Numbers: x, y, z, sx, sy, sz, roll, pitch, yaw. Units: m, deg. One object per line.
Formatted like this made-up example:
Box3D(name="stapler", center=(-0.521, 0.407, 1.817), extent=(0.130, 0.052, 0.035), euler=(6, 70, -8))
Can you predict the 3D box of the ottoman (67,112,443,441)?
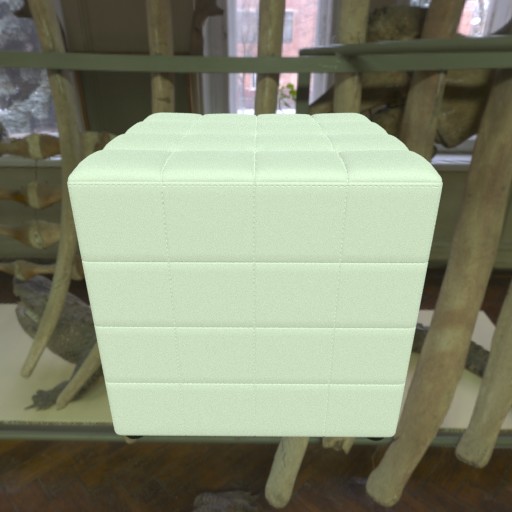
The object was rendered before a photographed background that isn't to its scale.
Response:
Box3D(name="ottoman", center=(0.000, 0.000, 0.769), extent=(0.425, 0.432, 0.425), euler=(0, 26, 0))
